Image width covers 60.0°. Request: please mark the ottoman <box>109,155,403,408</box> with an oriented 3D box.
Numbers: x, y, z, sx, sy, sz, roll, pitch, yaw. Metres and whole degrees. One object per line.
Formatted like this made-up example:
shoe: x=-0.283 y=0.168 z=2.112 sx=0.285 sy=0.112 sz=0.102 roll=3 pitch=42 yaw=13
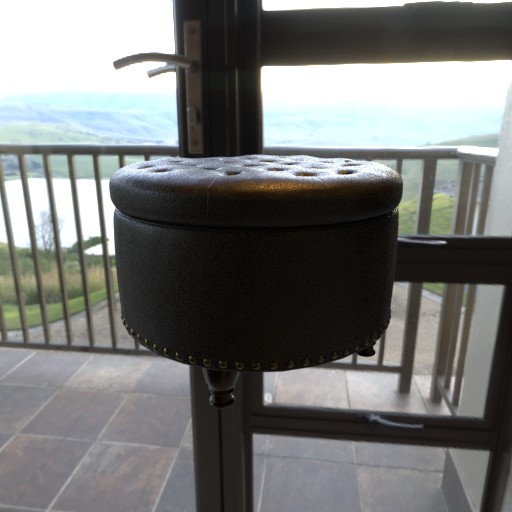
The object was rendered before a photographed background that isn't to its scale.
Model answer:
ottoman: x=0.000 y=0.000 z=1.055 sx=0.637 sy=0.442 sz=0.637 roll=0 pitch=16 yaw=0
